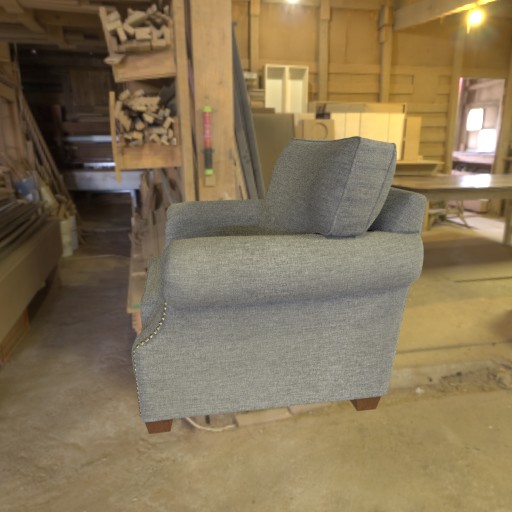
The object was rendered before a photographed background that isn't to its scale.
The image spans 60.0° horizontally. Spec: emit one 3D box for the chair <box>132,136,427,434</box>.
[{"bbox_3d":[0.000,0.000,1.850,0.965,0.961,1.092,-3,15,-10],"label":"chair"}]
